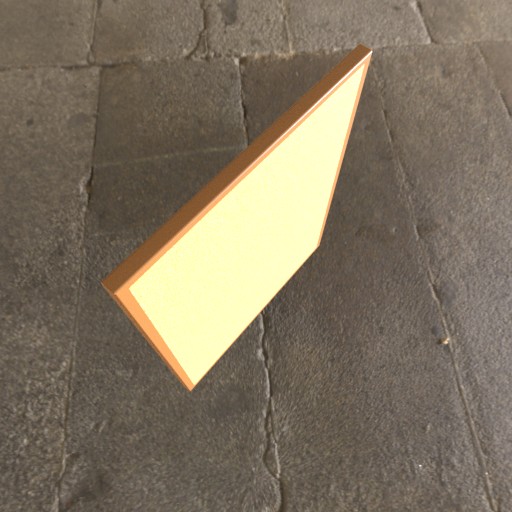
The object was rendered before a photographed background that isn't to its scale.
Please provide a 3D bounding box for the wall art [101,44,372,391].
[{"bbox_3d":[0.000,0.000,0.753,0.021,0.550,0.449,37,69,17],"label":"wall art"}]
